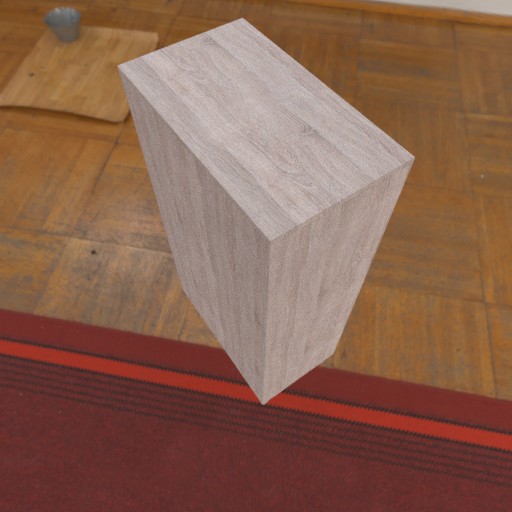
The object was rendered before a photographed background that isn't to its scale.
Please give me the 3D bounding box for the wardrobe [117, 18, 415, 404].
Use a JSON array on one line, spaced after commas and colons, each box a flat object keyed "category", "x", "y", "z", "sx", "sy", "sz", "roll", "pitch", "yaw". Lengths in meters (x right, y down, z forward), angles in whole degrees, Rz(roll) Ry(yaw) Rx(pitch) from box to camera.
[{"category": "wardrobe", "x": 0.000, "y": 0.000, "z": 2.394, "sx": 0.600, "sy": 1.960, "sz": 1.000, "roll": -30, "pitch": 62, "yaw": -18}]
